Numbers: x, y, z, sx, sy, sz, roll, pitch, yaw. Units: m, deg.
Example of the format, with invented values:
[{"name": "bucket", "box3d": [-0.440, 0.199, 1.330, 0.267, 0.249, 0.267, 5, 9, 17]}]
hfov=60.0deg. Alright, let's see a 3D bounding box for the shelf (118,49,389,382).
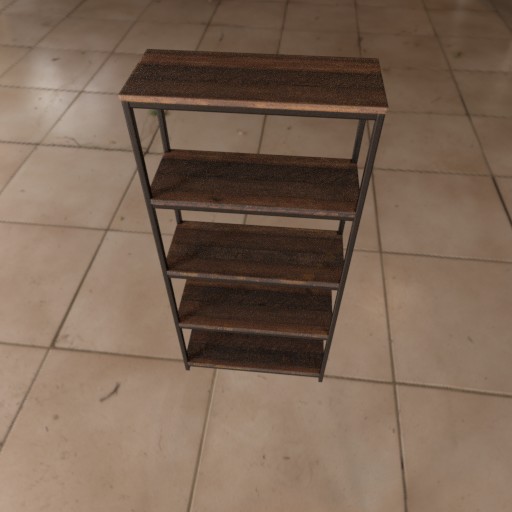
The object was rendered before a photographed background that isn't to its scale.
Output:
[{"name": "shelf", "box3d": [0.000, 0.000, 2.230, 0.874, 1.860, 0.359, 4, 48, 4]}]
